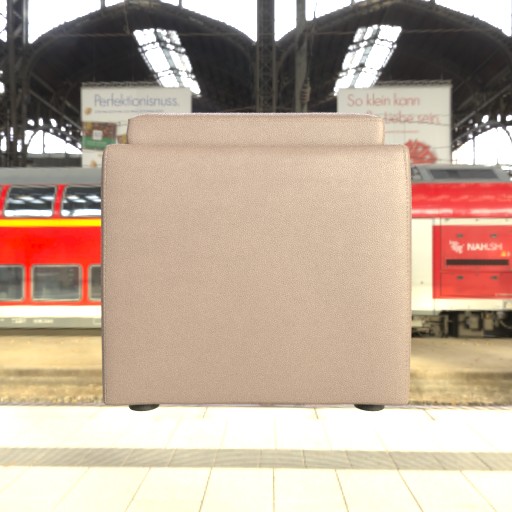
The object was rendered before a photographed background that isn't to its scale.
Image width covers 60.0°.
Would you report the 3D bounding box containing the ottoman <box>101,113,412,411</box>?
[{"bbox_3d":[0.000,0.000,0.840,0.451,0.460,0.450,0,0,0],"label":"ottoman"}]
